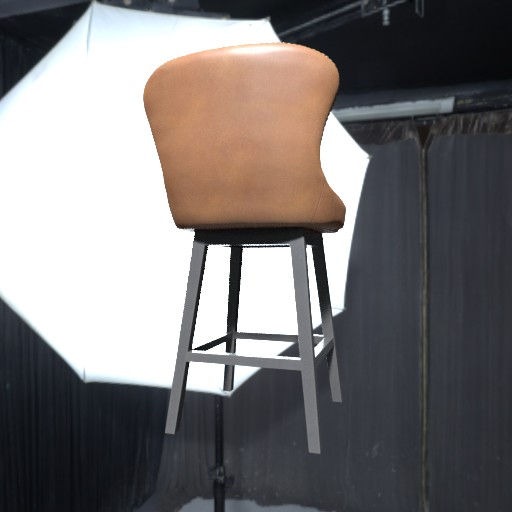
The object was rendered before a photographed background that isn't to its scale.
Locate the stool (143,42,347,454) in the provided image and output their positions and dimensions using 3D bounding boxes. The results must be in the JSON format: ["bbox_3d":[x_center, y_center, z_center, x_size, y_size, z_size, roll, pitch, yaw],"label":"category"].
[{"bbox_3d":[0.000,0.000,1.294,0.528,0.971,0.593,0,-1,18],"label":"stool"}]
